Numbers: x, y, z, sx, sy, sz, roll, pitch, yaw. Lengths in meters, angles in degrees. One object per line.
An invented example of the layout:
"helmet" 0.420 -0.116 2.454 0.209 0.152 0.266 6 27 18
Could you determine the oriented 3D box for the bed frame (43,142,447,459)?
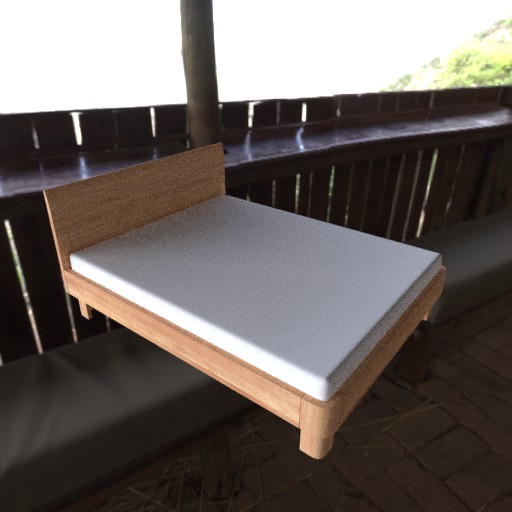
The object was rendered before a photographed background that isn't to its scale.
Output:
"bed frame" 0.000 0.000 3.001 2.092 0.940 1.660 20 33 33
